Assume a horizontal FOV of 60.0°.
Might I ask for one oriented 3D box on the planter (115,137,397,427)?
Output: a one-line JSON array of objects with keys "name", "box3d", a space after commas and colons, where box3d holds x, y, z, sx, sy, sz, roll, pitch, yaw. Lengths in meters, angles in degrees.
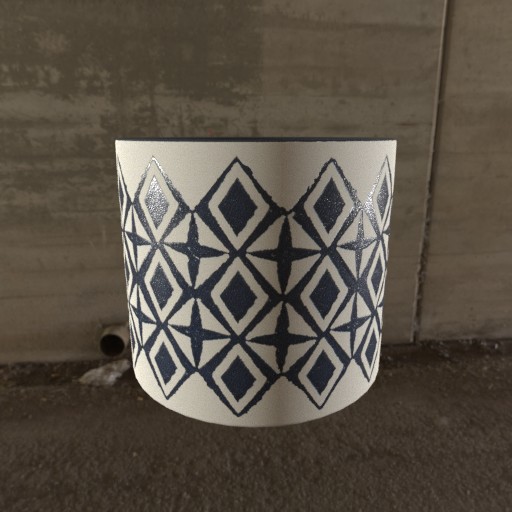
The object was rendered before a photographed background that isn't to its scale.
[{"name": "planter", "box3d": [0.000, 0.000, 0.279, 0.159, 0.144, 0.159, 0, 15, 0]}]
